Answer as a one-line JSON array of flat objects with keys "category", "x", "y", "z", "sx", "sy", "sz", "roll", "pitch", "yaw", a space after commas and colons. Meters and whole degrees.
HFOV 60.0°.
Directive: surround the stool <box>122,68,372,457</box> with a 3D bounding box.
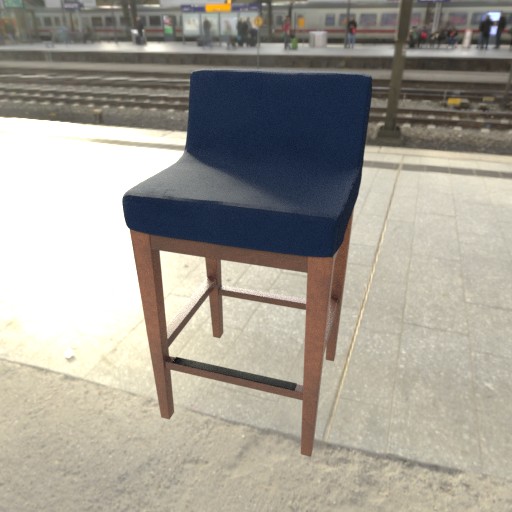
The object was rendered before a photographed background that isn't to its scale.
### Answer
[{"category": "stool", "x": 0.000, "y": 0.000, "z": 1.255, "sx": 0.511, "sy": 0.945, "sz": 0.516, "roll": 8, "pitch": 29, "yaw": 16}]
